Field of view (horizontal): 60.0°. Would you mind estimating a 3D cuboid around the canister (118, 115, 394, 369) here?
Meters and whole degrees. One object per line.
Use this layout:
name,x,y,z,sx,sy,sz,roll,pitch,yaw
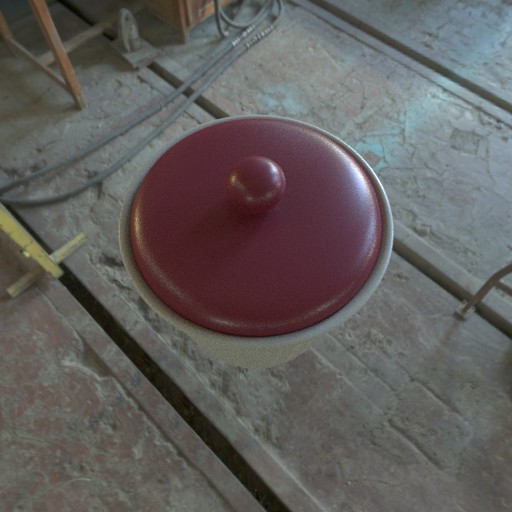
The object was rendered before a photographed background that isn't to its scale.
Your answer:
canister,0.000,0.000,0.346,0.181,0.211,0.181,0,62,0
